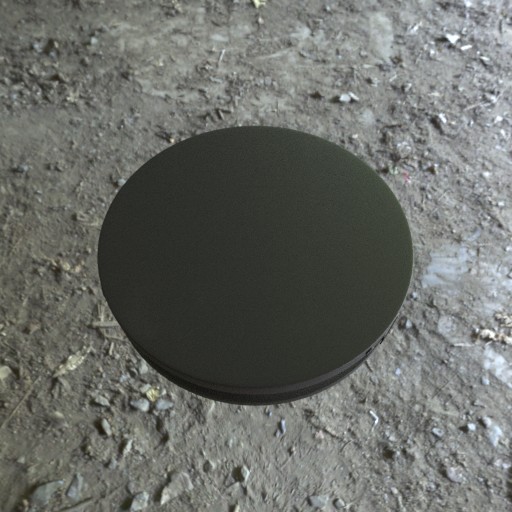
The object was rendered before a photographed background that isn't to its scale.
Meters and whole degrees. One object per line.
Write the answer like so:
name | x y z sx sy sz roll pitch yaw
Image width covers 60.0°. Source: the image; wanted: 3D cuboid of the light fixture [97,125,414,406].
light fixture | 0.000 0.000 0.546 0.356 0.102 0.356 0 58 0
